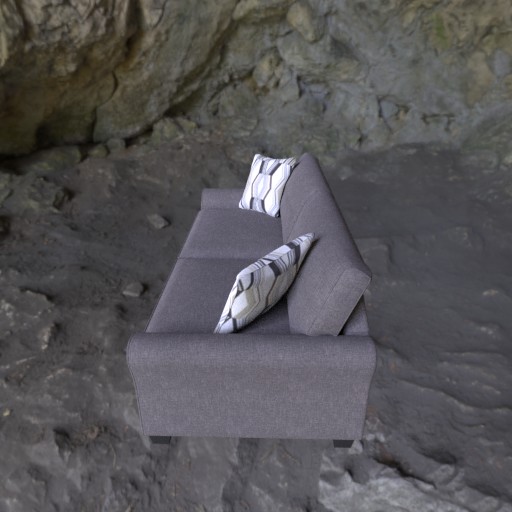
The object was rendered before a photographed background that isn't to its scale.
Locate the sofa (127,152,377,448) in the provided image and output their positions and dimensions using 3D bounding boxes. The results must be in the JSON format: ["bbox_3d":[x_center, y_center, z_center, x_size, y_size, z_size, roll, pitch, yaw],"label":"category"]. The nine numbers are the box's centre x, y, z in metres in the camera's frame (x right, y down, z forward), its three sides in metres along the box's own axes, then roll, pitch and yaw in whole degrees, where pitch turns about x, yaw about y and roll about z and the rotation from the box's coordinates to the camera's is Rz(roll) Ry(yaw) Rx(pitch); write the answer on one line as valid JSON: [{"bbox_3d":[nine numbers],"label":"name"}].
[{"bbox_3d":[0.000,0.000,2.473,0.889,0.813,2.032,1,24,1],"label":"sofa"}]
